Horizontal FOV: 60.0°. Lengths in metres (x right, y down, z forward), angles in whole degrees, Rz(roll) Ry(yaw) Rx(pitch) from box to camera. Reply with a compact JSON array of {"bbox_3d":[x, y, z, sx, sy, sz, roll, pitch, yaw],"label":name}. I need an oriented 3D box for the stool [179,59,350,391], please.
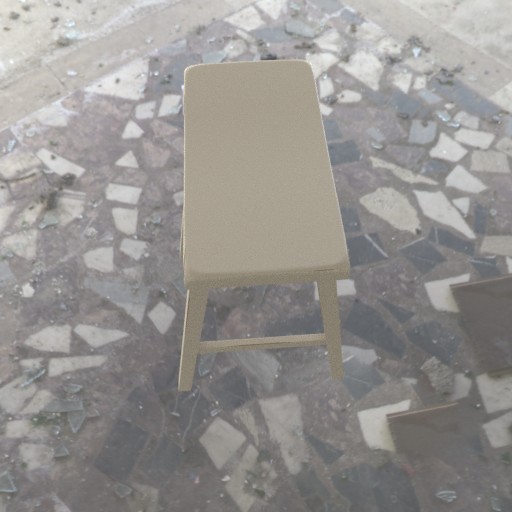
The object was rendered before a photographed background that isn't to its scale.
[{"bbox_3d":[0.000,0.000,1.055,0.476,0.737,0.457,-4,62,-2],"label":"stool"}]
